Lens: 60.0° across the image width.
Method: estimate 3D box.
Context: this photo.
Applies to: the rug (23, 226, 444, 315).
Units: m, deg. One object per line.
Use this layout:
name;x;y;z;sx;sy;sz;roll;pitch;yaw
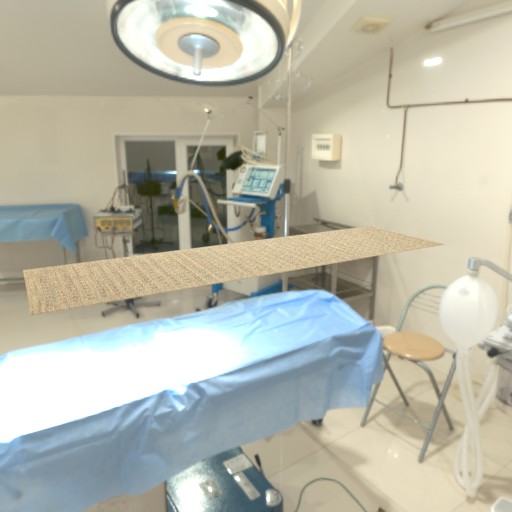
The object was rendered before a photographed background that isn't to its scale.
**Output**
rug;0.000;0.000;2.624;2.437;0.005;0.688;-8;17;-28
